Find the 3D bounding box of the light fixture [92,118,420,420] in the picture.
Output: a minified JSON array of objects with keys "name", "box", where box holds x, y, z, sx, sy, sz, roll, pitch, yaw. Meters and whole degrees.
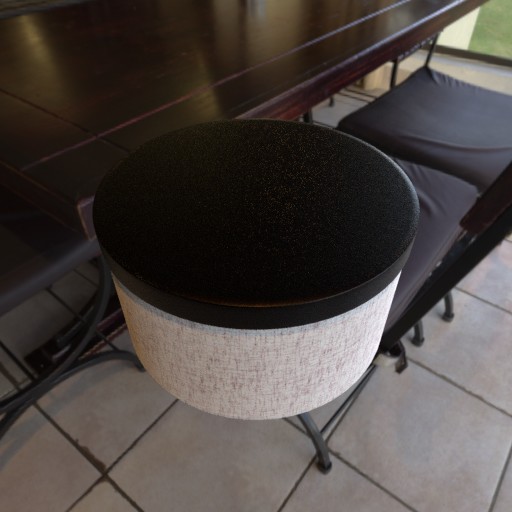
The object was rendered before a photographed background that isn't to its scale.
[{"name":"light fixture","box":[0.000,0.000,0.621,0.389,0.229,0.389,0,42,0]}]
